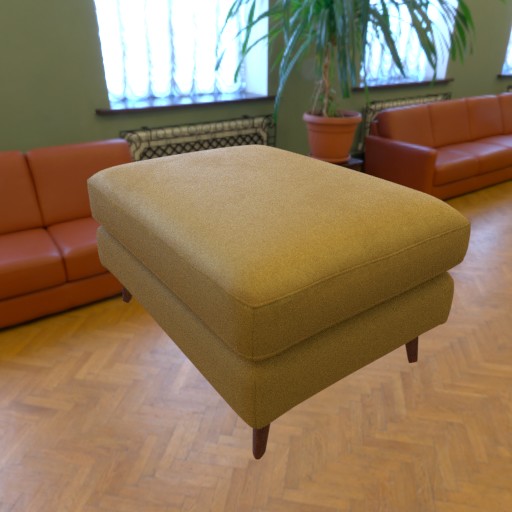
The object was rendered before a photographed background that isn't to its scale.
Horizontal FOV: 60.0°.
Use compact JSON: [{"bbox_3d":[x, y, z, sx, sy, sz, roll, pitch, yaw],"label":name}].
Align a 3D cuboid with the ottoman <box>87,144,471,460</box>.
[{"bbox_3d":[0.000,0.000,1.138,0.608,0.449,0.811,-18,32,-31],"label":"ottoman"}]
